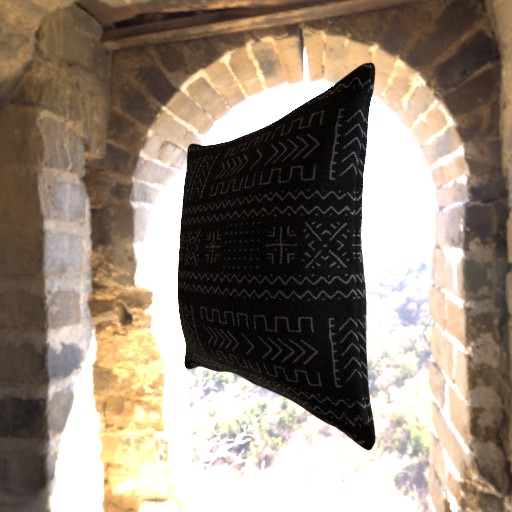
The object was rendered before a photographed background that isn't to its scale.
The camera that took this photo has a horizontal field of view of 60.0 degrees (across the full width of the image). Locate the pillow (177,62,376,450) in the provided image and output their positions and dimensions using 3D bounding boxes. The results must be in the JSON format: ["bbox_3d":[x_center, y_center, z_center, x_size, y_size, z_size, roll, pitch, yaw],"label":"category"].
[{"bbox_3d":[0.000,0.000,0.662,0.164,0.430,0.438,0,-1,-36],"label":"pillow"}]
